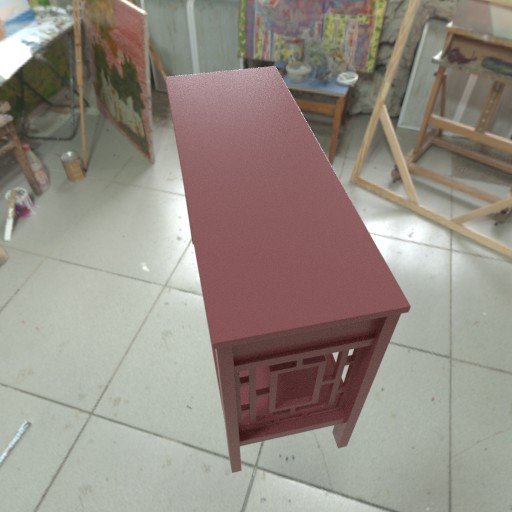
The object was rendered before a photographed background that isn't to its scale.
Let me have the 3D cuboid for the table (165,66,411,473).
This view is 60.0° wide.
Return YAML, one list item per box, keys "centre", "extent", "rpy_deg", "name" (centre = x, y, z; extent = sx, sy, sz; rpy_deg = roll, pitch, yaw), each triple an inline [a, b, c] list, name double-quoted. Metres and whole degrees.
- centre: [0.000, 0.000, 1.452]
  extent: [0.397, 0.753, 1.068]
  rpy_deg: [-9, 48, -8]
  name: "table"
